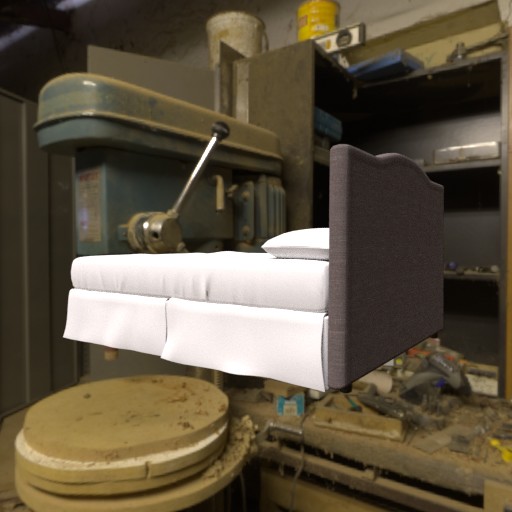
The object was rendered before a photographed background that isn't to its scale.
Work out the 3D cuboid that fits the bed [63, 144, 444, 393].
[{"bbox_3d":[0.000,0.000,3.950,2.689,1.457,2.161,1,1,36],"label":"bed"}]
